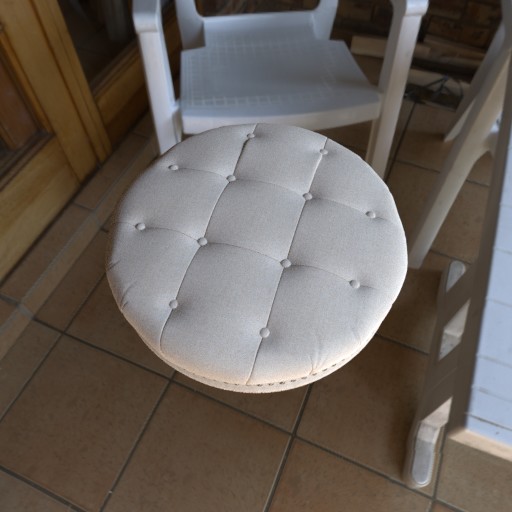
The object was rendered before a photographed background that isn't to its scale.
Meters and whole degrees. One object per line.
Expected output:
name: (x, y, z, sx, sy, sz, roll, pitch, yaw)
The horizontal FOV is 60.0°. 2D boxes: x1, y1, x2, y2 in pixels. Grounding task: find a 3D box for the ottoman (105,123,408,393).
ottoman: (0.000, 0.000, 1.508, 0.940, 0.483, 0.940, 0, 57, 0)
